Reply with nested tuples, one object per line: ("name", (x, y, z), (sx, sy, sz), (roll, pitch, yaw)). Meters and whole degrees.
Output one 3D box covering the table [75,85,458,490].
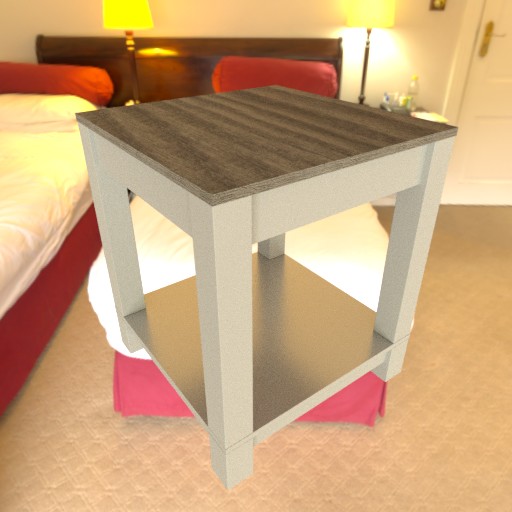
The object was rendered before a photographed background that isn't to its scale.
("table", (0.000, 0.000, 0.969), (0.504, 0.587, 0.506), (-21, 37, -31))
